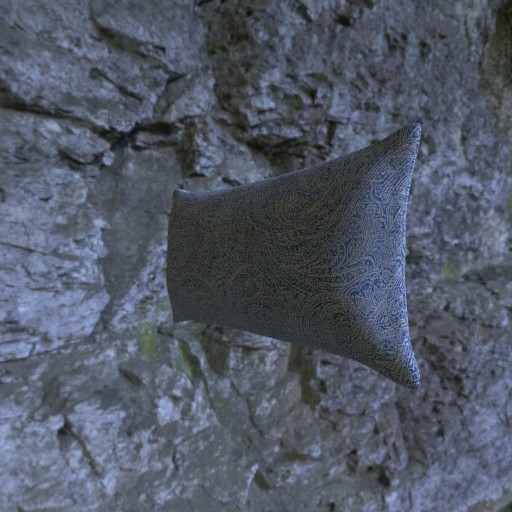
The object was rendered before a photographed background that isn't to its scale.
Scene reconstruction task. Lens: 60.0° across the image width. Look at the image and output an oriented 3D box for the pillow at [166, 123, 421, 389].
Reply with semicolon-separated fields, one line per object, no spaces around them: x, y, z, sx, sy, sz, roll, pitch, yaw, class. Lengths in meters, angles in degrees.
0.000;0.000;0.734;0.151;0.295;0.615;0;0;-36;pillow
